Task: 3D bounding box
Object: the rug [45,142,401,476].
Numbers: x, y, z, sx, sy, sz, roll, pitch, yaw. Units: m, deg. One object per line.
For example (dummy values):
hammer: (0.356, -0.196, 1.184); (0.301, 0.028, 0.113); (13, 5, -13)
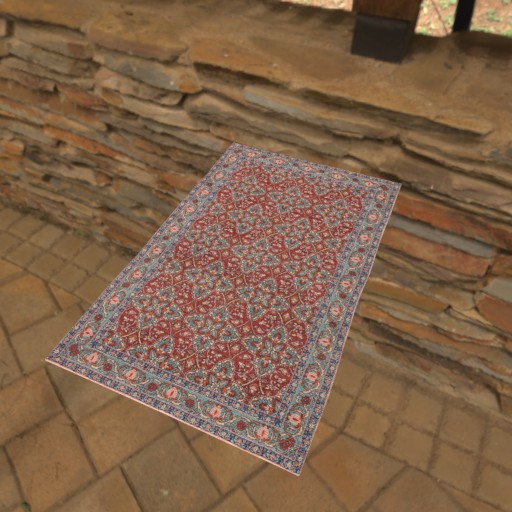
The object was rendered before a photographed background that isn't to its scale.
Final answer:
rug: (0.000, 0.000, 3.054); (1.533, 0.011, 2.439); (18, 49, 16)
